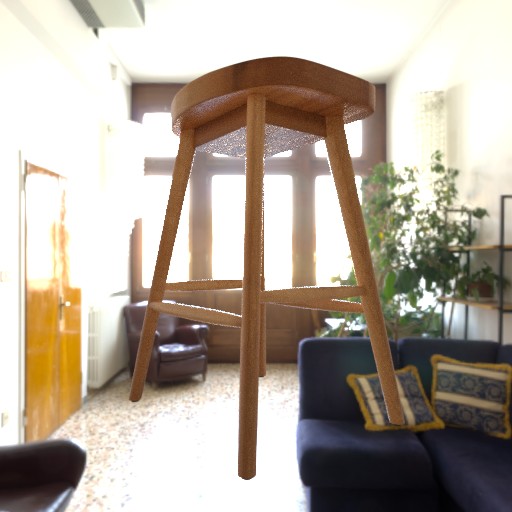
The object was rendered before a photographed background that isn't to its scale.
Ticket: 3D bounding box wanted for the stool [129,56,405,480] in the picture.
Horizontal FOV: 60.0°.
[{"bbox_3d":[0.000,0.000,0.878,0.361,0.615,0.440,0,-1,-36],"label":"stool"}]
